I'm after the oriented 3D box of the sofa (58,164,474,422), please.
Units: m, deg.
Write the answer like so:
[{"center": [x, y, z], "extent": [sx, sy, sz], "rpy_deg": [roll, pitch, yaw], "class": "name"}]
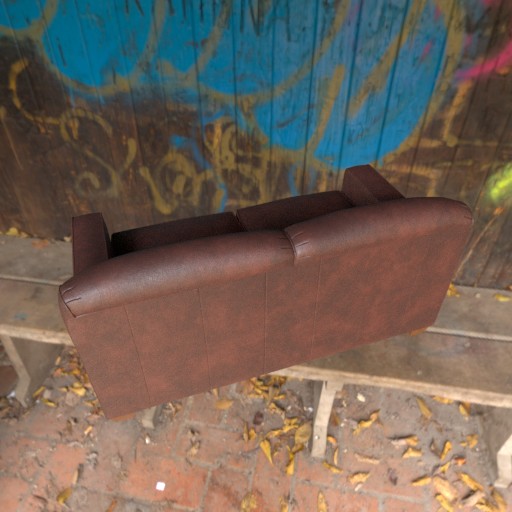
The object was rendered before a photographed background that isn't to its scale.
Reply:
[{"center": [0.000, 0.000, 2.414], "extent": [1.856, 0.966, 1.000], "rpy_deg": [-12, 42, -14], "class": "sofa"}]
